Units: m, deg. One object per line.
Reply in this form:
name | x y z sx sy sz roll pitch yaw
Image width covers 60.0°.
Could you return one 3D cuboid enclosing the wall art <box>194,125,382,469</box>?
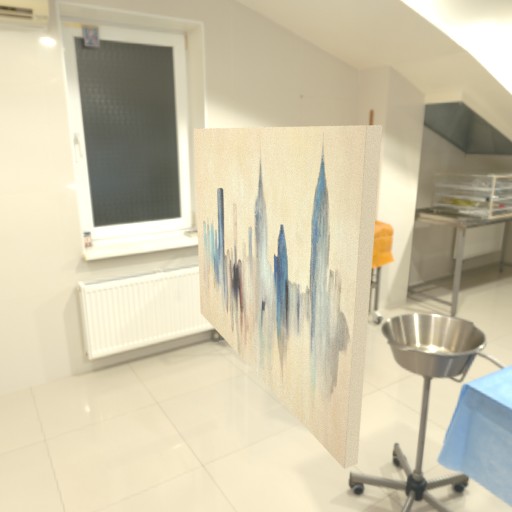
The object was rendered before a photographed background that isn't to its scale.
wall art | 0.000 0.000 1.370 0.038 0.762 1.016 -7 17 -25
